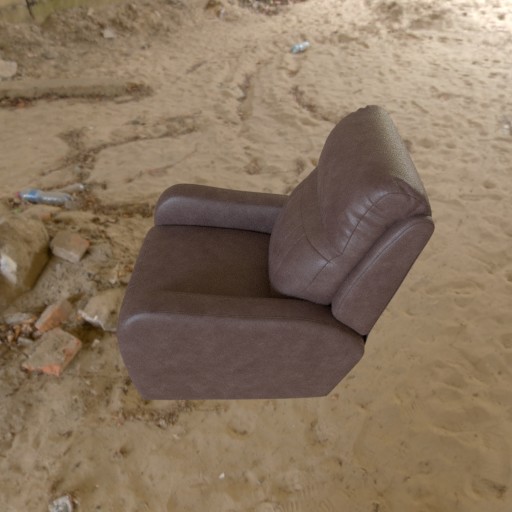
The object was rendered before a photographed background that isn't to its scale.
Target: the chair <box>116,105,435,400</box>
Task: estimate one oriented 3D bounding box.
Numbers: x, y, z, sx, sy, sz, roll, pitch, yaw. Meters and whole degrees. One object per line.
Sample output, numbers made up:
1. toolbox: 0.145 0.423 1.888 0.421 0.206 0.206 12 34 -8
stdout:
1. chair: 0.000 0.000 1.818 1.067 1.067 0.865 1 41 1
